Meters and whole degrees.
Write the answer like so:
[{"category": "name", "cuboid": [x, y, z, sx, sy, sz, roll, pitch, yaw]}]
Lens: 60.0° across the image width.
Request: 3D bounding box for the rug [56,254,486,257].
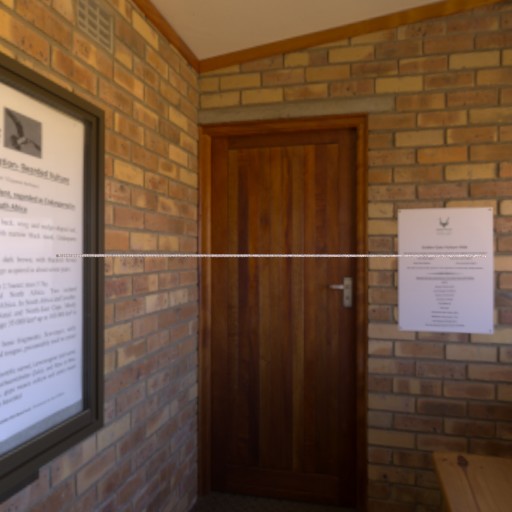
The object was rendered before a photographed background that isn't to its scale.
[{"category": "rug", "cuboid": [0.000, 0.000, 3.724, 2.878, 0.014, 2.005, 0, 0, -18]}]
